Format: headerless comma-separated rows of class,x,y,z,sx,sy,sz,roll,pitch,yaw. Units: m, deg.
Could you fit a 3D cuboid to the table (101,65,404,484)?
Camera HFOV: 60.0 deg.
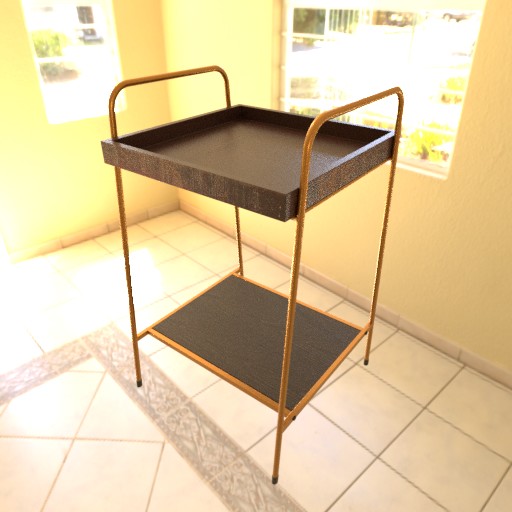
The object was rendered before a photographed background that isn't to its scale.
table,0.000,0.000,0.962,0.430,0.710,0.430,21,37,32
